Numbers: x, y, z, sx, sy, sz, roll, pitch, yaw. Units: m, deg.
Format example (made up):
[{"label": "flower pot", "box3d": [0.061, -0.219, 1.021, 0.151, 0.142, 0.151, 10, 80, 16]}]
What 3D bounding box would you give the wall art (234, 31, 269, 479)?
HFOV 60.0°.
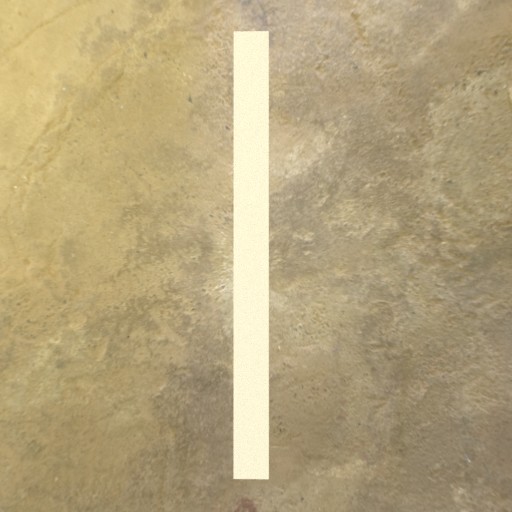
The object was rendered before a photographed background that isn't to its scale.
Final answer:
[{"label": "wall art", "box3d": [0.000, 0.000, 0.758, 0.040, 0.509, 0.509, 0, 90, 1]}]
